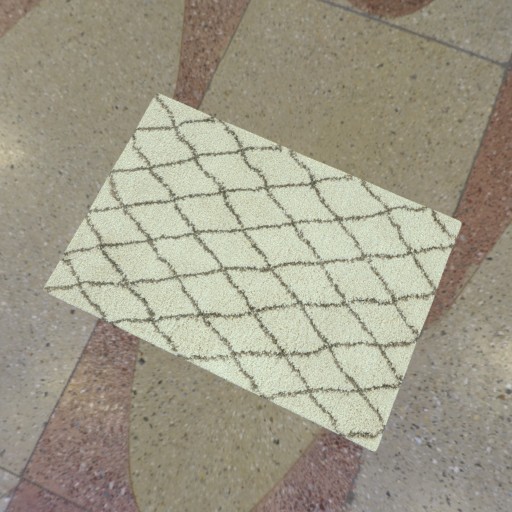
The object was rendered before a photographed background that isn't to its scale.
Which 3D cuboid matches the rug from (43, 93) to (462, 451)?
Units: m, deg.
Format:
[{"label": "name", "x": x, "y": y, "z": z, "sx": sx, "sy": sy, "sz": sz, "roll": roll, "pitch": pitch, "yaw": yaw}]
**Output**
[{"label": "rug", "x": 0.000, "y": 0.000, "z": 2.247, "sx": 1.778, "sy": 0.030, "sz": 1.219, "roll": 24, "pitch": 78, "yaw": 6}]
